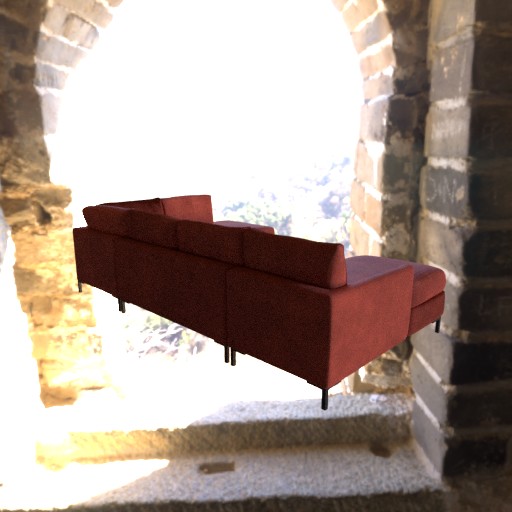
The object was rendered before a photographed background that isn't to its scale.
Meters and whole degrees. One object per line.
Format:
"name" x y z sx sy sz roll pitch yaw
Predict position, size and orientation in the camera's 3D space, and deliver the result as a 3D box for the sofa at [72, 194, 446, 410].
"sofa" 0.000 0.000 3.847 2.971 0.858 1.981 12 18 43
